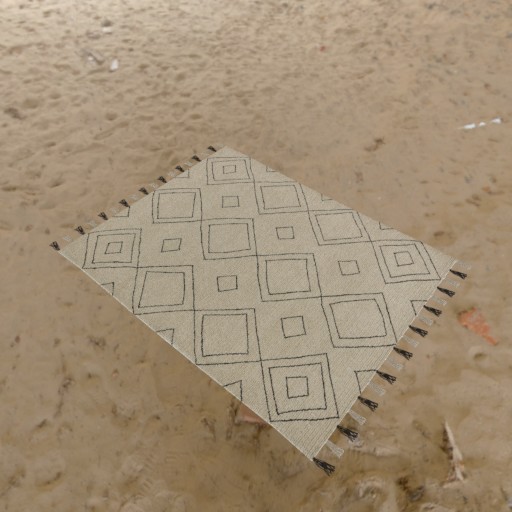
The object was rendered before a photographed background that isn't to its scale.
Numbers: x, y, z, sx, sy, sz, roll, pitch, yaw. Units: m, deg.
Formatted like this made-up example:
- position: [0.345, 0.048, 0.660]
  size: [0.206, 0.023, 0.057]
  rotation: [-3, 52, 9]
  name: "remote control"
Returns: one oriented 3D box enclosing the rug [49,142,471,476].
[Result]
- position: [0.000, 0.000, 4.151]
  size: [3.221, 0.026, 2.342]
  rotation: [32, 55, 26]
  name: "rug"
